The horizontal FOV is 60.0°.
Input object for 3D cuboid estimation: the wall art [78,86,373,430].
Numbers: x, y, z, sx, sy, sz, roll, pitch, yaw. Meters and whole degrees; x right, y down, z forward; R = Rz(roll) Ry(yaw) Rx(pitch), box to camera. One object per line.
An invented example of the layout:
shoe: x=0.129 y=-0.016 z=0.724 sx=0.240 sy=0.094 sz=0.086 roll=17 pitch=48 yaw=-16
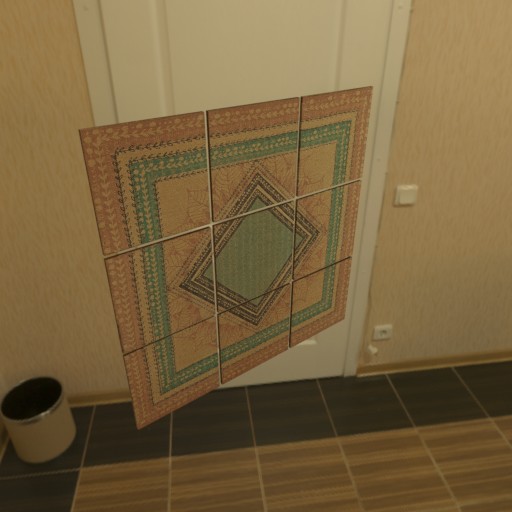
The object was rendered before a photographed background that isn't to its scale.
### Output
wall art: x=0.000 y=0.000 z=1.832 sx=1.215 sy=1.213 sz=0.013 roll=-21 pitch=36 yaw=-32
